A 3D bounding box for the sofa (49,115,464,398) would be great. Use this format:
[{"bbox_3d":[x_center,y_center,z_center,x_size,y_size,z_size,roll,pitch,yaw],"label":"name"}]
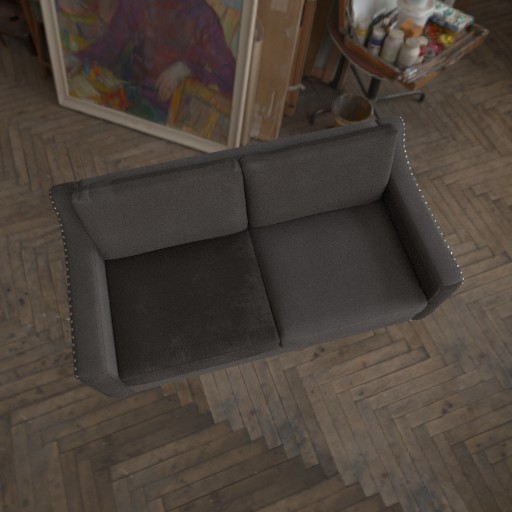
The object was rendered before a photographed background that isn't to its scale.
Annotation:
[{"bbox_3d":[0.000,0.000,3.198,2.550,1.196,1.336,-13,65,-6],"label":"sofa"}]
